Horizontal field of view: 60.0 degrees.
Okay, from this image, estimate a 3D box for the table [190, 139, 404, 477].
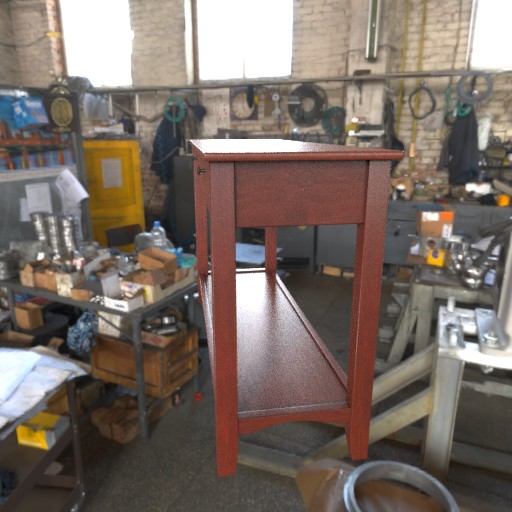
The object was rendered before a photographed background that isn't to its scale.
[{"bbox_3d":[0.000,0.000,1.498,0.392,0.739,1.188,-3,16,-9],"label":"table"}]
